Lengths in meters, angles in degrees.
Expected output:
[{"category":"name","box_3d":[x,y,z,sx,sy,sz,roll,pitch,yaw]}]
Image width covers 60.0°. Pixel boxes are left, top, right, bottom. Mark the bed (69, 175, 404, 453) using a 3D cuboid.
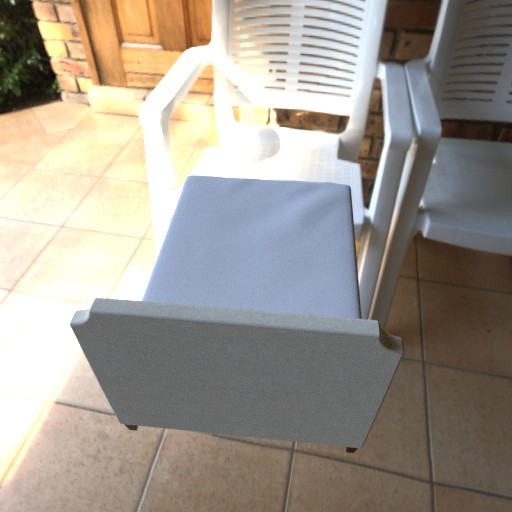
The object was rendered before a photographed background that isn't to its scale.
[{"category":"bed","box_3d":[0.000,0.000,3.490,1.713,1.457,2.381,4,45,4]}]
